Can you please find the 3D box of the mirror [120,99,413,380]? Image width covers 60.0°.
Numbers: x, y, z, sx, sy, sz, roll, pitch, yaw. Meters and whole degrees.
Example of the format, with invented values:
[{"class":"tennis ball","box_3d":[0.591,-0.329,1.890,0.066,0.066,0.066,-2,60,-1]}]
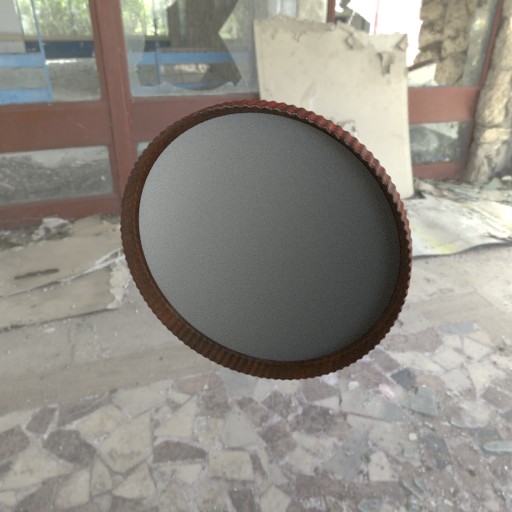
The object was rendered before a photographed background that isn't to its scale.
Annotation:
[{"class":"mirror","box_3d":[0.000,0.000,0.916,0.609,0.609,0.056,9,29,16]}]
